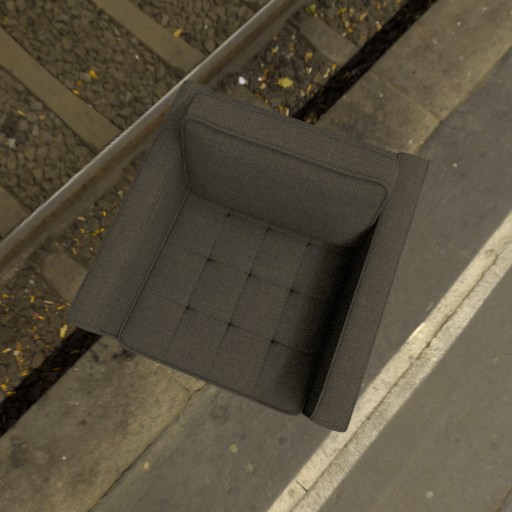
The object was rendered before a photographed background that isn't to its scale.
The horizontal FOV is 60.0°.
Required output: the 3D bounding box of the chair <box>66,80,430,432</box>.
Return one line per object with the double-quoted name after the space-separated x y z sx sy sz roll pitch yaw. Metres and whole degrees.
0.000 0.000 1.567 0.899 0.770 0.919 20 75 6 "chair"
